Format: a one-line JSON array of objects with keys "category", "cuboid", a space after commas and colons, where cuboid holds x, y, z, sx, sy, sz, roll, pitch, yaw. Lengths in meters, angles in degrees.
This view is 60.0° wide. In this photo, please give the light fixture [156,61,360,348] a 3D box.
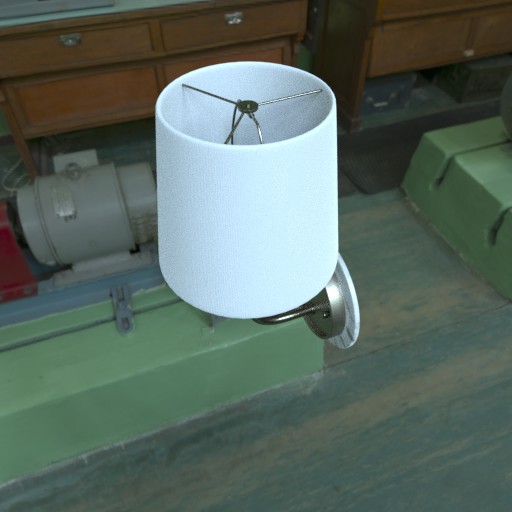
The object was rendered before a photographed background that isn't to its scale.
[{"category": "light fixture", "cuboid": [0.000, 0.000, 0.444, 0.188, 0.337, 0.168, -16, 49, -15]}]
